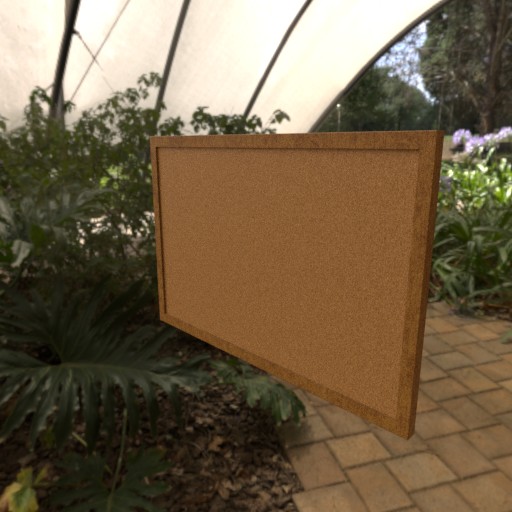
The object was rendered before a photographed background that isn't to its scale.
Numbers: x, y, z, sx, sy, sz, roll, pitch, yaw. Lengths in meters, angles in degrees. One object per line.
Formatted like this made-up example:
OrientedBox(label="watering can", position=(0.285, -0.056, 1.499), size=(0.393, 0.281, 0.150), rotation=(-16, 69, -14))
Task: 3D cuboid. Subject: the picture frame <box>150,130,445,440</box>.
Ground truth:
OrientedBox(label="picture frame", position=(0.000, 0.000, 1.171), size=(0.029, 0.621, 0.922), rotation=(-14, 20, -43))
